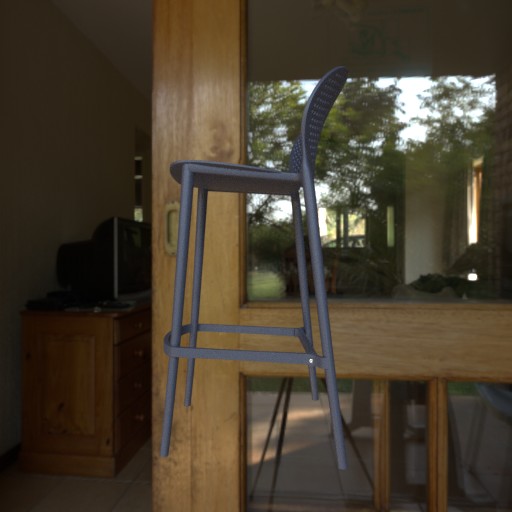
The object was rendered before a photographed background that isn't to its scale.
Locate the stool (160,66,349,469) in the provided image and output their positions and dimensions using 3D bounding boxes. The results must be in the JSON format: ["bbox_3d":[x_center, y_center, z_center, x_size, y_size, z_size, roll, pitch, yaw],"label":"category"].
[{"bbox_3d":[0.000,0.000,1.347,0.535,1.045,0.536,0,0,0],"label":"stool"}]
